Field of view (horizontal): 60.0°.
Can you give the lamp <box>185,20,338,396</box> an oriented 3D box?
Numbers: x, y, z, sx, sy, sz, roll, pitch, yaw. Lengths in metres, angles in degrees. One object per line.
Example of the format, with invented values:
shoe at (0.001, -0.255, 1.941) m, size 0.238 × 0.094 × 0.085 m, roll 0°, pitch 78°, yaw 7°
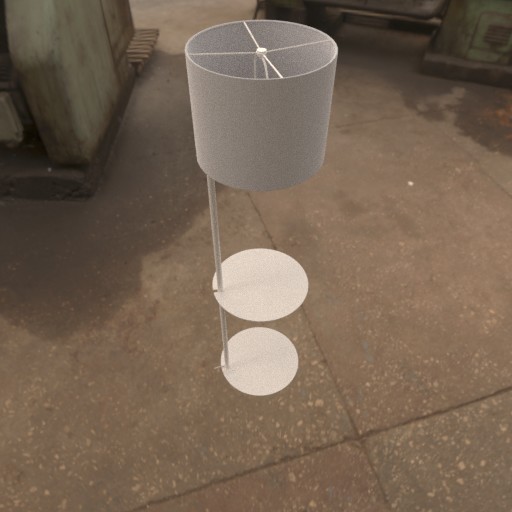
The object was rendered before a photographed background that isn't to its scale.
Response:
lamp at (0.000, 0.000, 1.605) m, size 0.405 × 1.465 × 0.372 m, roll -10°, pitch 47°, yaw -10°
